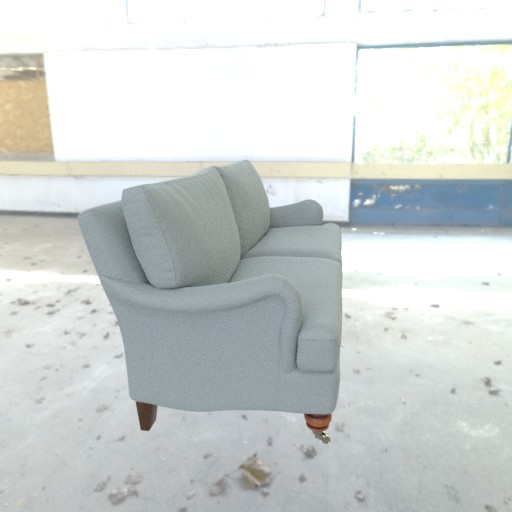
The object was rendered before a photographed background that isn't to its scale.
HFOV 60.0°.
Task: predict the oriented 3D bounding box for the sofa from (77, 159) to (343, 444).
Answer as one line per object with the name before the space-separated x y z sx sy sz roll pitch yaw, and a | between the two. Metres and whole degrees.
sofa | 0.000 0.000 2.767 1.069 1.096 2.193 3 16 10
